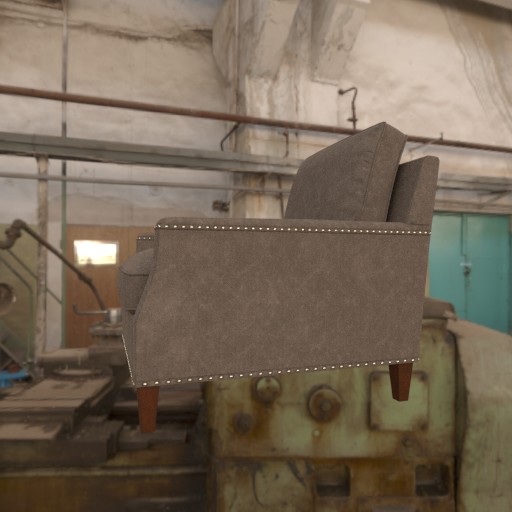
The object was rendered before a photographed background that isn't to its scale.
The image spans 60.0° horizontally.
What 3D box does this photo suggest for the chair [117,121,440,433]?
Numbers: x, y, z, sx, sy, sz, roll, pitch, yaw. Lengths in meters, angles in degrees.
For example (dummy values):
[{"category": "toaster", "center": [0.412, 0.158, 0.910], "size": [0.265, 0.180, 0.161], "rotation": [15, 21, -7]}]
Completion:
[{"category": "chair", "center": [0.000, 0.000, 1.703], "size": [1.014, 0.948, 0.853], "rotation": [0, 0, -19]}]
